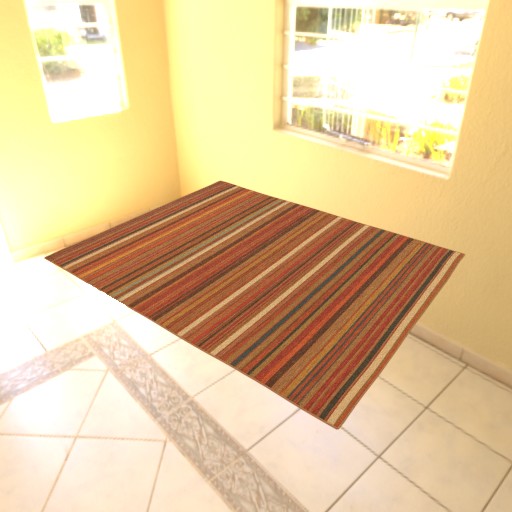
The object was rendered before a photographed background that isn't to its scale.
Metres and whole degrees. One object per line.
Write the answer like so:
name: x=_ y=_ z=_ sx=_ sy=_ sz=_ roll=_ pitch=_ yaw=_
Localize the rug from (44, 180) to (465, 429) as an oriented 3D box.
rug: x=0.000 y=0.000 z=4.138 sx=3.092 sy=0.023 sz=2.479 roll=22 pitch=37 yaw=32
